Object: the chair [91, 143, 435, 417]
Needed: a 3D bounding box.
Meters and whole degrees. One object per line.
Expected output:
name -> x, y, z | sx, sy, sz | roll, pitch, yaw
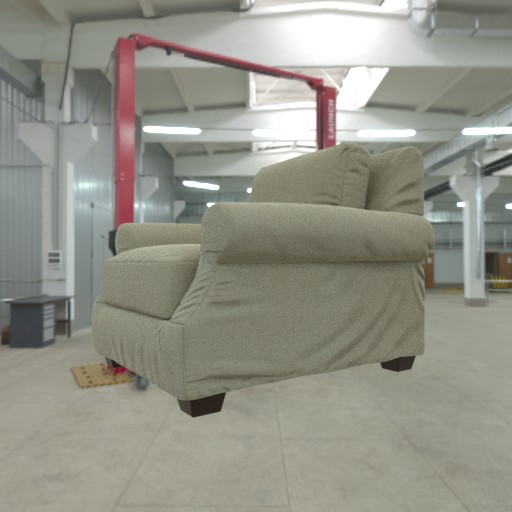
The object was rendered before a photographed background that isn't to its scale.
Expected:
chair -> 0.000, 0.000, 1.733 | 1.066, 0.866, 0.940 | 1, -1, -35
